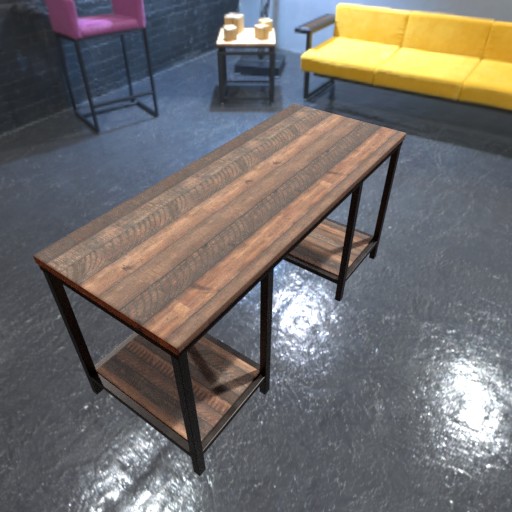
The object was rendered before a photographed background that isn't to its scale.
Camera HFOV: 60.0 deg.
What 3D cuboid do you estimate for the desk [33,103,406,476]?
[{"bbox_3d":[0.000,0.000,1.972,0.617,0.753,1.538,25,46,27],"label":"desk"}]
